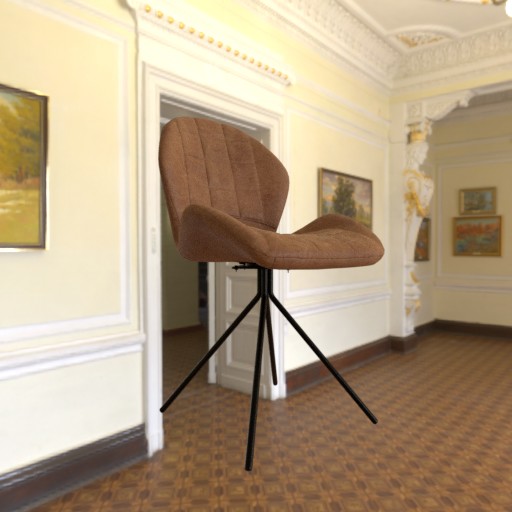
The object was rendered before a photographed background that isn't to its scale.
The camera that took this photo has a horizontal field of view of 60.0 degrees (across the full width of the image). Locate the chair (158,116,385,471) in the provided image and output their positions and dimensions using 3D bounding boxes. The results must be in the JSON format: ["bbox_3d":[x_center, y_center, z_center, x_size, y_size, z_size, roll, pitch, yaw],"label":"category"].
[{"bbox_3d":[0.000,0.000,1.296,0.527,0.929,0.640,-1,1,-37],"label":"chair"}]
